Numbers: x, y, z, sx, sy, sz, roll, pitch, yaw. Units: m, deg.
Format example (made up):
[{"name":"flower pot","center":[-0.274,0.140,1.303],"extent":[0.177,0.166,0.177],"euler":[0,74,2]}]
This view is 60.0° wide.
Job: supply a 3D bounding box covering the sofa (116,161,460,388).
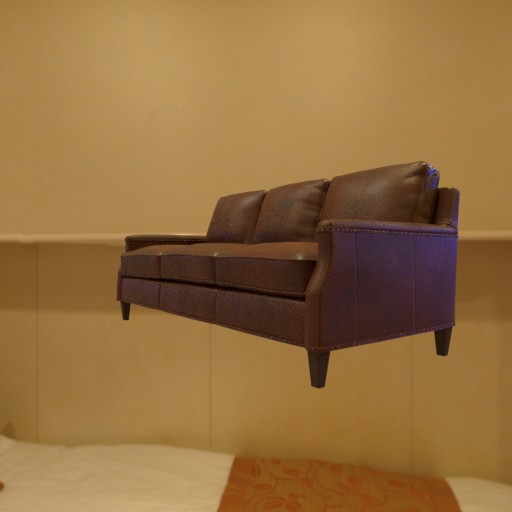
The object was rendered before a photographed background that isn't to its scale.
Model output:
[{"name":"sofa","center":[0.000,0.000,2.866],"extent":[1.084,1.003,2.240],"euler":[-1,1,-37]}]
